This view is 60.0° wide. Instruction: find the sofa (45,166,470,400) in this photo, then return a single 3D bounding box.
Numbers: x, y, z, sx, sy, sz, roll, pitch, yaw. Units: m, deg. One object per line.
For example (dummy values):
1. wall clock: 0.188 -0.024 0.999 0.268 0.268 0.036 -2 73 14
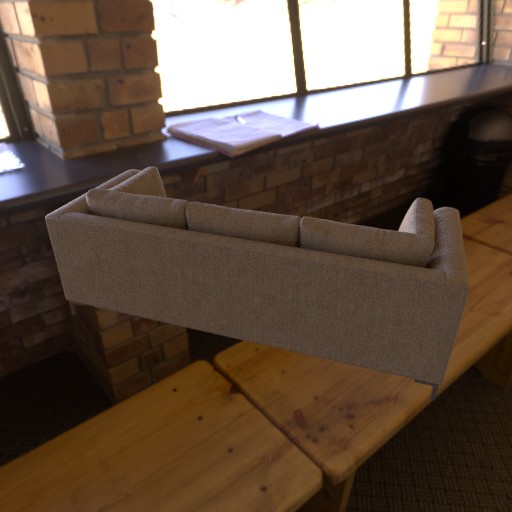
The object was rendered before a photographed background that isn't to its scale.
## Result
1. sofa: 0.000 0.000 2.927 2.415 0.867 0.969 10 31 16
